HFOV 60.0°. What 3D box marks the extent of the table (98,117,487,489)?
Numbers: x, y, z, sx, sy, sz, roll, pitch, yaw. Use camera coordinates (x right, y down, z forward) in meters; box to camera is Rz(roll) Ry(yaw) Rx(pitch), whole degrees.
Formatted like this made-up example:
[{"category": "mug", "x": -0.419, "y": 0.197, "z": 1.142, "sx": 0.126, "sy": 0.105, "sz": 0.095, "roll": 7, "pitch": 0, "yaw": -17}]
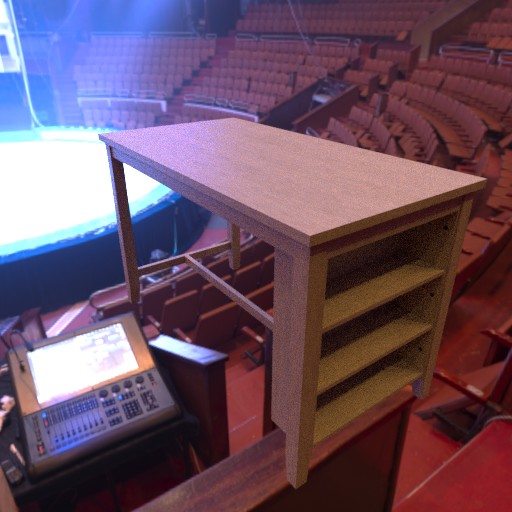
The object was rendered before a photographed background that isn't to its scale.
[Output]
[{"category": "table", "x": 0.000, "y": 0.000, "z": 1.861, "sx": 0.729, "sy": 0.874, "sz": 1.397, "roll": -18, "pitch": 32, "yaw": -32}]
